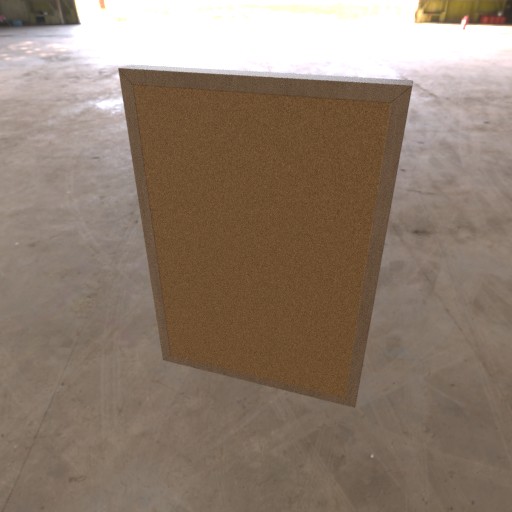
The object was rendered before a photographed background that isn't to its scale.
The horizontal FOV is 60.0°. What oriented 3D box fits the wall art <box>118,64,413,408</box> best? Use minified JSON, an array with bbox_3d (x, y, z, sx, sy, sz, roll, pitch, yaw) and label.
[{"bbox_3d":[0.000,0.000,0.659,0.356,0.509,0.031,10,33,15],"label":"wall art"}]
